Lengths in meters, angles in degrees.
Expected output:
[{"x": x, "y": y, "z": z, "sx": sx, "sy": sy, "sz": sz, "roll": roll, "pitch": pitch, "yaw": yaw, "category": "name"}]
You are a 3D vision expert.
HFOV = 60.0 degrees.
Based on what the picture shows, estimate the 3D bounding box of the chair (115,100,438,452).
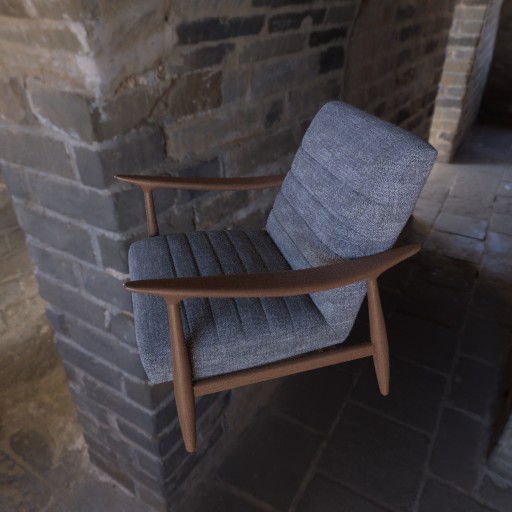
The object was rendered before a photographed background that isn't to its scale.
[{"x": 0.000, "y": 0.000, "z": 1.419, "sx": 0.798, "sy": 0.832, "sz": 0.741, "roll": -9, "pitch": 33, "yaw": -14, "category": "chair"}]
